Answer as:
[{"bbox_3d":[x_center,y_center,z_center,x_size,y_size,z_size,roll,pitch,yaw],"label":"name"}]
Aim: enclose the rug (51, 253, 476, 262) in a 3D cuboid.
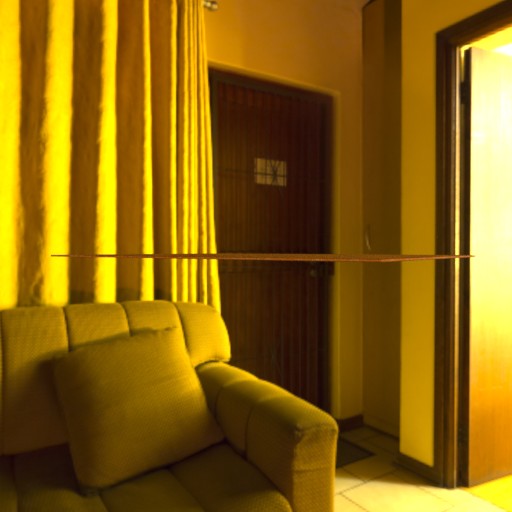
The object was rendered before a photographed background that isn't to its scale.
[{"bbox_3d":[0.000,0.000,2.280,1.829,0.010,1.213,1,1,37],"label":"rug"}]
